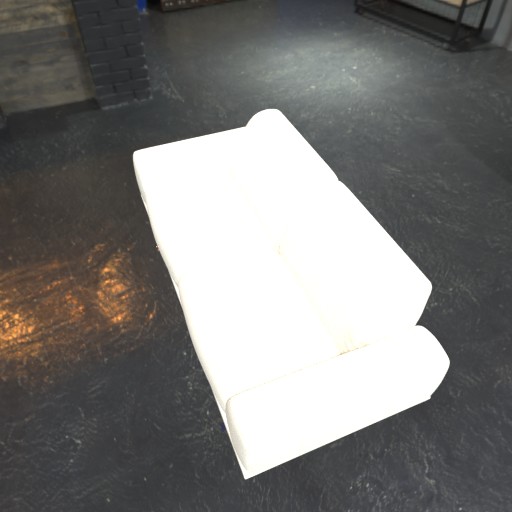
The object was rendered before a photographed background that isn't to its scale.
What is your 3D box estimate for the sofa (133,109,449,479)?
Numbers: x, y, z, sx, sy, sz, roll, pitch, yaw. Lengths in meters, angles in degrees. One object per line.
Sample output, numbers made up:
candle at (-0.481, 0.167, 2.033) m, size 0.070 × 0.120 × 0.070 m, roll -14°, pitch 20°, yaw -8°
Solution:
sofa at (0.000, 0.000, 2.298) m, size 0.900 × 0.772 × 1.901 m, roll -17°, pitch 49°, yaw -15°
